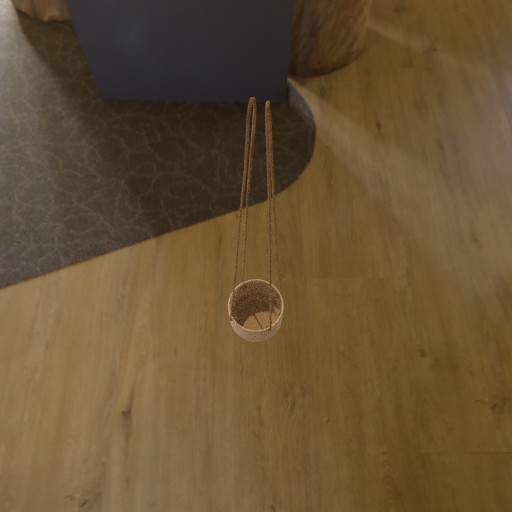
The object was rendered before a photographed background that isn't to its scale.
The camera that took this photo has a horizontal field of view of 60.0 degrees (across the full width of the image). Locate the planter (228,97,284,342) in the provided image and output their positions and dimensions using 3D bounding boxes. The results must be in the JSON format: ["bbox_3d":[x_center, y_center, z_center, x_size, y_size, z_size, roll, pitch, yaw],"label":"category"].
[{"bbox_3d":[0.000,0.000,0.900,0.146,0.841,0.146,14,65,7],"label":"planter"}]
